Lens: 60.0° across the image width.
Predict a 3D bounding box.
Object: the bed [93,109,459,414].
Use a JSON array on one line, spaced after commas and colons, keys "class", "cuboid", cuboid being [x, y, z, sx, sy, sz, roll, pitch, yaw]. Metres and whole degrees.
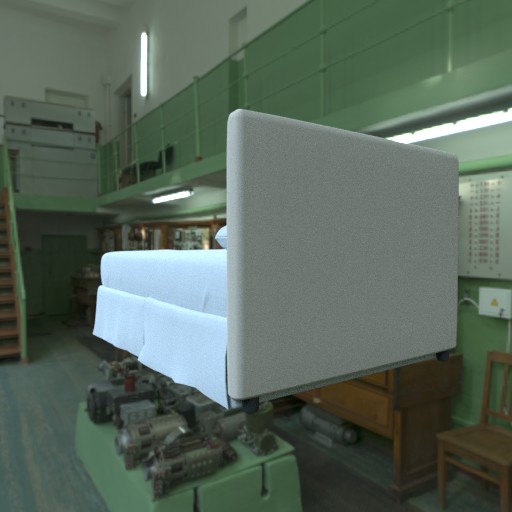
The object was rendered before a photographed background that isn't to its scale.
[{"class": "bed", "cuboid": [0.000, 0.000, 3.196, 1.748, 1.330, 2.142, -1, 2, -35]}]
